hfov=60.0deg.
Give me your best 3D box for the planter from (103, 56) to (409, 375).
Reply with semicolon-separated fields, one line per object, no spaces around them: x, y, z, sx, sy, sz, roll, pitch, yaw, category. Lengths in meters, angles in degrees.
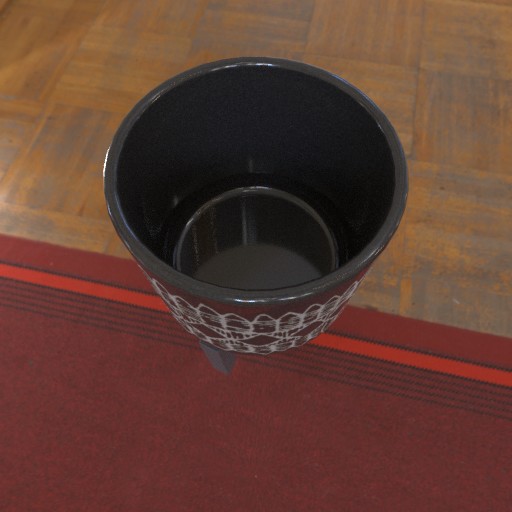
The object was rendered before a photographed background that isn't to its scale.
0.000;0.000;0.522;0.251;0.355;0.251;-30;67;-14;planter
